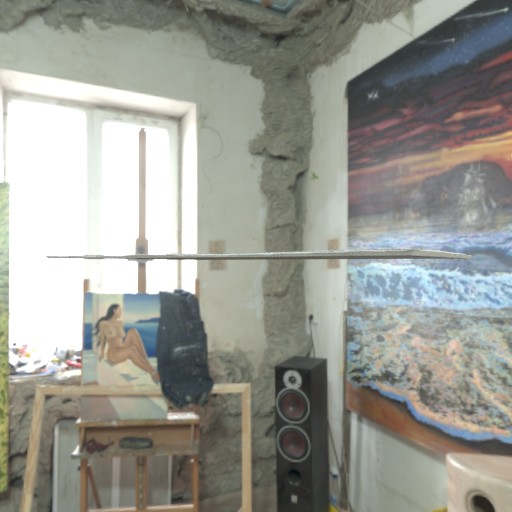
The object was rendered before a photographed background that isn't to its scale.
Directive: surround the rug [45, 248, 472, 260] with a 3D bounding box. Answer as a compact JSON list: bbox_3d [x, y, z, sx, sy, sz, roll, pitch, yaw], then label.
[{"bbox_3d":[0.000,0.000,2.989,2.447,0.036,1.537,-1,-1,34],"label":"rug"}]
